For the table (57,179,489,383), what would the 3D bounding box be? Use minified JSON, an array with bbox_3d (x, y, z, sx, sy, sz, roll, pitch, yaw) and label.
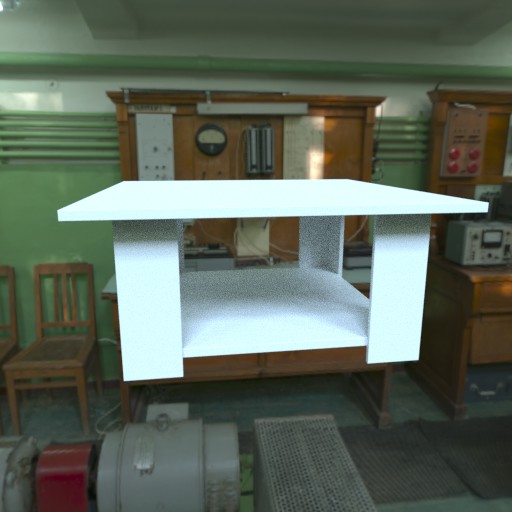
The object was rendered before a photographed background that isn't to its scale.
[{"bbox_3d":[0.000,0.000,1.035,0.670,0.305,0.670,-2,13,-8],"label":"table"}]
